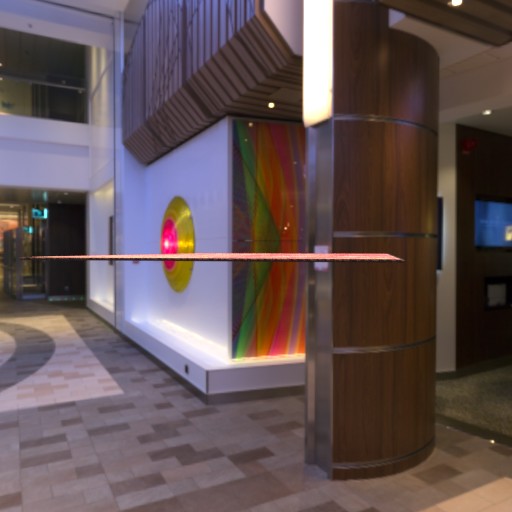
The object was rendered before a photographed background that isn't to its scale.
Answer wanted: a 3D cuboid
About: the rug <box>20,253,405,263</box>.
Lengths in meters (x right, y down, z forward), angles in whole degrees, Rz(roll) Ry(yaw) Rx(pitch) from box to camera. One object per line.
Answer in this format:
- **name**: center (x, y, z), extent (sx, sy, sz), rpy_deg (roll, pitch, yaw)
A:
- **rug**: center (0.000, 0.000, 4.050), extent (2.411, 0.020, 3.032), rpy_deg (0, 1, 15)
